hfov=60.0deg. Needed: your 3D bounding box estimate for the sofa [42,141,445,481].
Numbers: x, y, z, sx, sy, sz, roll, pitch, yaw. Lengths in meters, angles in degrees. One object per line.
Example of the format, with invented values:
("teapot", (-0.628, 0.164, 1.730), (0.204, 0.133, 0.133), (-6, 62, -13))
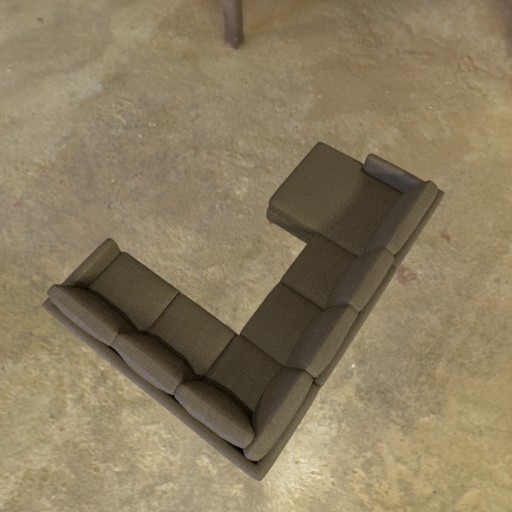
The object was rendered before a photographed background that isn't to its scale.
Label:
("sofa", (0.000, 0.000, 4.699), (2.594, 0.961, 3.460), (33, 69, 15))
